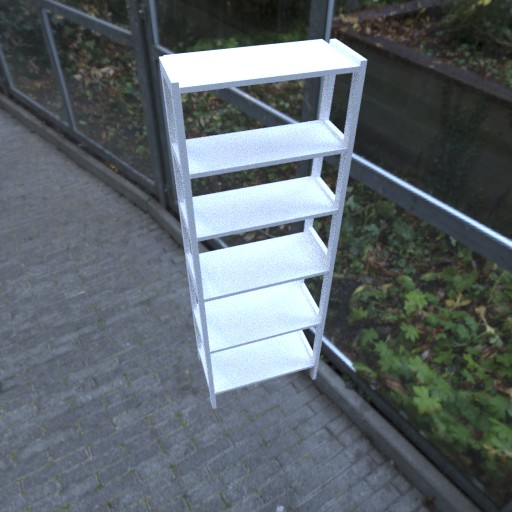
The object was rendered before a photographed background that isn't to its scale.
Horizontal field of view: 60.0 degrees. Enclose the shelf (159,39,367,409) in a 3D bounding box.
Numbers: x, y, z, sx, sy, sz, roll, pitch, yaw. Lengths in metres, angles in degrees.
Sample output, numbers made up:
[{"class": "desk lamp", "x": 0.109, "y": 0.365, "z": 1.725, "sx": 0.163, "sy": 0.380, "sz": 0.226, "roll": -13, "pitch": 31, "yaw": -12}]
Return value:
[{"class": "shelf", "x": 0.000, "y": 0.000, "z": 2.161, "sx": 0.660, "sy": 1.892, "sz": 0.381, "roll": -12, "pitch": 43, "yaw": -13}]
